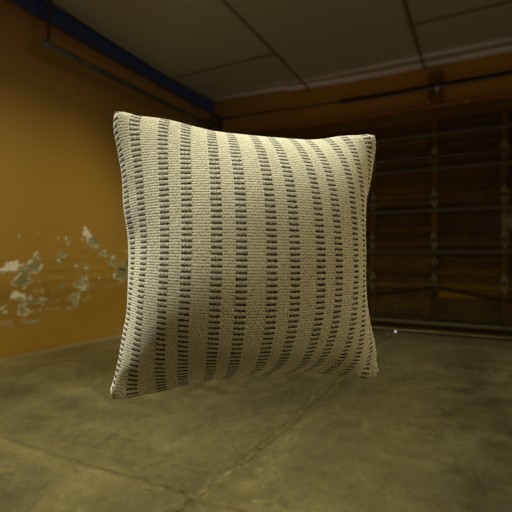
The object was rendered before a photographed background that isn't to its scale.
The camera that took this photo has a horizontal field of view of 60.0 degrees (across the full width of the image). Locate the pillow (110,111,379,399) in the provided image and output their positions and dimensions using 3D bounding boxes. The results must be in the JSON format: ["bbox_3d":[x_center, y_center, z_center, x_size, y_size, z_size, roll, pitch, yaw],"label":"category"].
[{"bbox_3d":[0.000,0.000,0.703,0.438,0.419,0.247,0,-1,-17],"label":"pillow"}]
